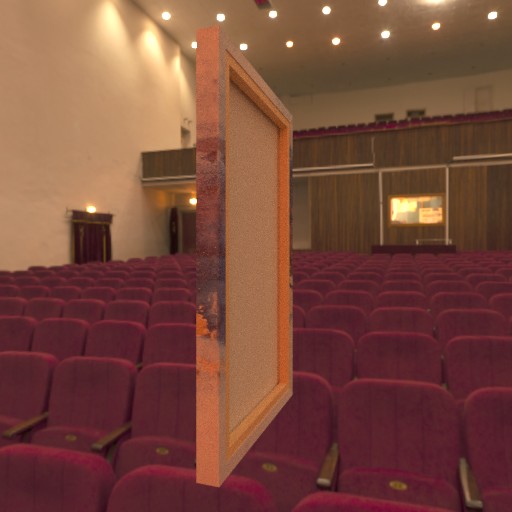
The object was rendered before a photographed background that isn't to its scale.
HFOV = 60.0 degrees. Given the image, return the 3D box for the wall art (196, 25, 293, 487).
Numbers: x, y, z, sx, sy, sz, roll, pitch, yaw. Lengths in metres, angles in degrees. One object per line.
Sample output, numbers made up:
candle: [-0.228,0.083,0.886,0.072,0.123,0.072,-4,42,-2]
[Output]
wall art: [0.000,0.000,1.122,0.048,0.874,0.583,0,0,18]
